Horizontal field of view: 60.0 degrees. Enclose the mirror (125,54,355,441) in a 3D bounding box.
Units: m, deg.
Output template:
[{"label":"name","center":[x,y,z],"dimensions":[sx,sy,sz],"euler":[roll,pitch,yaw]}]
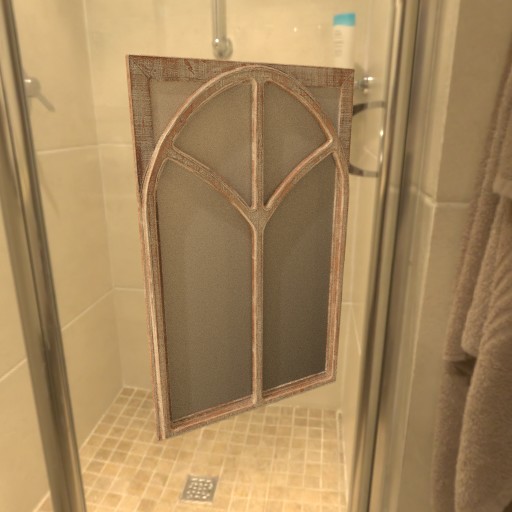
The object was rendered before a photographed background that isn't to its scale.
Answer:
[{"label":"mirror","center":[0.000,0.000,0.976],"dimensions":[0.495,0.787,0.058],"euler":[-9,20,-27]}]
